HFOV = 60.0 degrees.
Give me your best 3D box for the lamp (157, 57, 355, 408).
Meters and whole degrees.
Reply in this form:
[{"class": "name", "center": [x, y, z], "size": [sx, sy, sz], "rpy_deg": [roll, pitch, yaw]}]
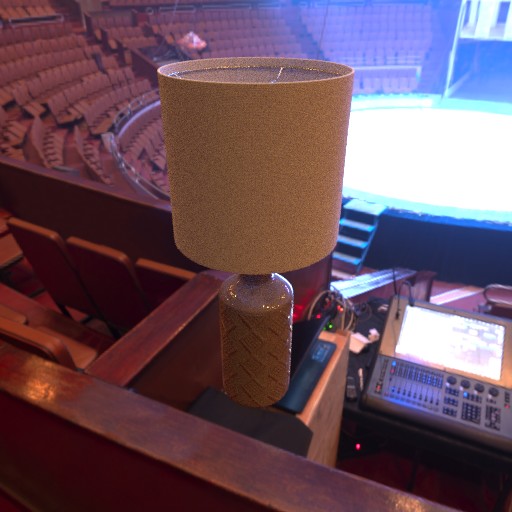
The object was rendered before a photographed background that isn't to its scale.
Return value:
[{"class": "lamp", "center": [0.000, 0.000, 0.585], "size": [0.207, 0.461, 0.207], "rpy_deg": [10, 31, 17]}]
